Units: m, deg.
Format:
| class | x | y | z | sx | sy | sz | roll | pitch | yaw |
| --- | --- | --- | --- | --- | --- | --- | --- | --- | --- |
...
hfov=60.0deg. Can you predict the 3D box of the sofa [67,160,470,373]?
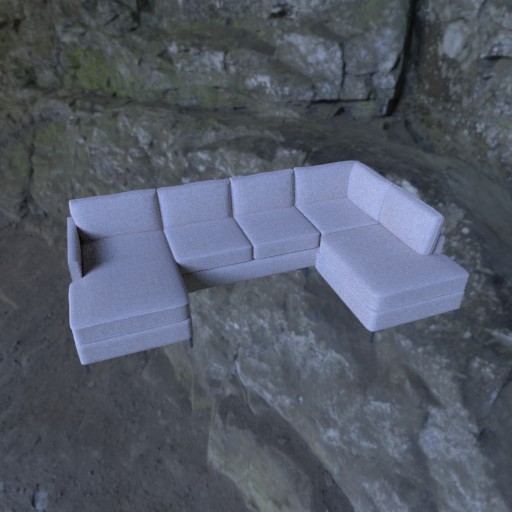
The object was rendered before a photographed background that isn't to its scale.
| class | x | y | z | sx | sy | sz | roll | pitch | yaw |
| --- | --- | --- | --- | --- | --- | --- | --- | --- | --- |
| sofa | 0.000 | 0.000 | 4.307 | 3.423 | 0.996 | 2.021 | -11 | 34 | -17 |
